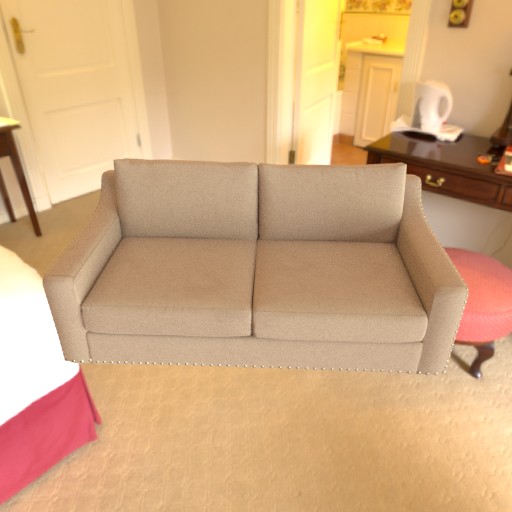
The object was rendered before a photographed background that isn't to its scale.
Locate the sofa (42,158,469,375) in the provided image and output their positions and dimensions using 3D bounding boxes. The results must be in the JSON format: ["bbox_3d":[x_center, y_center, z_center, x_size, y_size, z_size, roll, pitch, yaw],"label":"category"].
[{"bbox_3d":[0.000,0.000,2.488,1.967,0.901,1.030,1,31,2],"label":"sofa"}]
